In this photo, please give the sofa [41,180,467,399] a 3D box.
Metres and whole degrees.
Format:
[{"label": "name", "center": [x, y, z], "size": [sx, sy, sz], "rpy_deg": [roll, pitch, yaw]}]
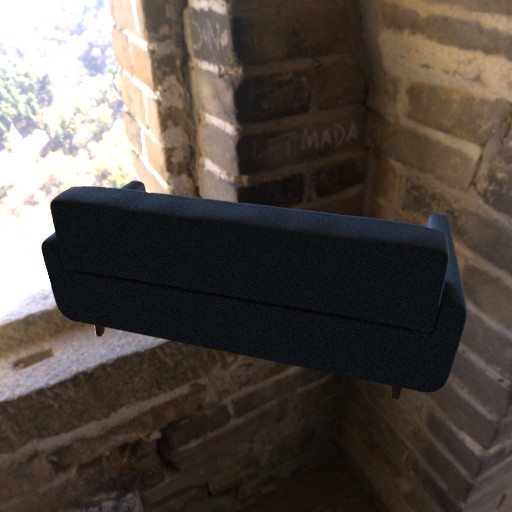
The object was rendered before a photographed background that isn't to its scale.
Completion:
[{"label": "sofa", "center": [0.000, 0.000, 2.486], "size": [2.055, 0.884, 0.942], "rpy_deg": [8, 32, 14]}]
